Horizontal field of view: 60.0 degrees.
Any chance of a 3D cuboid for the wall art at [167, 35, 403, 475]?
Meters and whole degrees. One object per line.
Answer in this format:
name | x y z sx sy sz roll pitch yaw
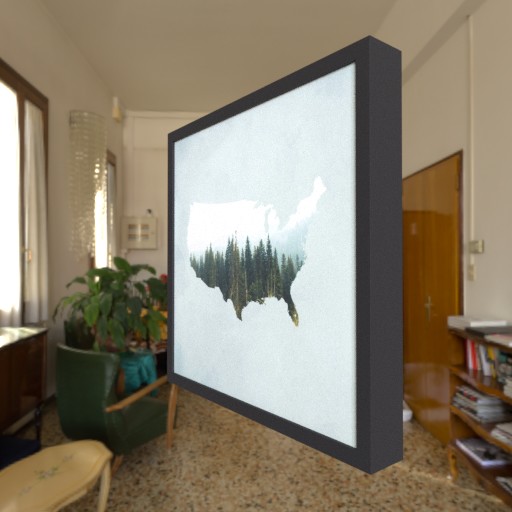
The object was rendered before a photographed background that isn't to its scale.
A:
wall art | 0.000 0.000 0.437 0.038 0.304 0.304 1 -1 -38
